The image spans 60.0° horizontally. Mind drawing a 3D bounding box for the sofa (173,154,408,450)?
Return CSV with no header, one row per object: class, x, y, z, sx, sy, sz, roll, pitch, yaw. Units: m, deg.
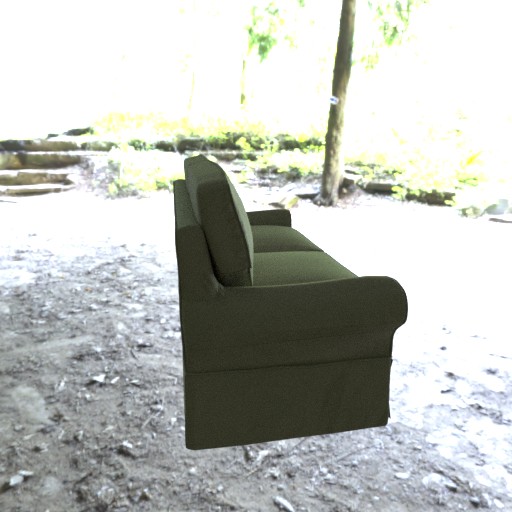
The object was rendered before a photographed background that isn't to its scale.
sofa,0.000,0.000,2.375,0.841,1.024,1.823,-3,16,-10
